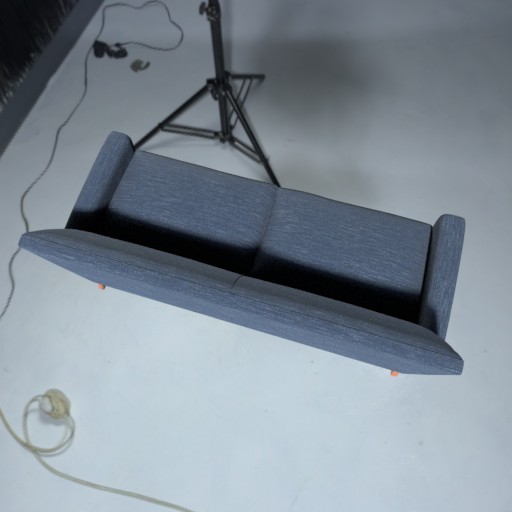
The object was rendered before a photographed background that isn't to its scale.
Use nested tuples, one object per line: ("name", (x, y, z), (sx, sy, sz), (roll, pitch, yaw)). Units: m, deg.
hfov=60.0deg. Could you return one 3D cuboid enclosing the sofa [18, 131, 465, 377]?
("sofa", (0.000, 0.000, 2.348), (1.976, 0.846, 0.875), (15, 65, 7))
